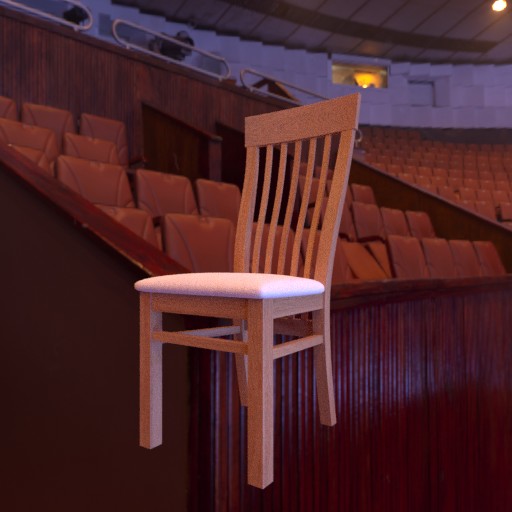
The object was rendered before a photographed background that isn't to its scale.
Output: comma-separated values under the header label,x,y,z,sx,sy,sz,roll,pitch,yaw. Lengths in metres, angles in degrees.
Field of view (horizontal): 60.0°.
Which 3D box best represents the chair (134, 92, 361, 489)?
label,x,y,z,sx,sy,sz,roll,pitch,yaw
chair,0.000,0.000,1.335,0.450,1.050,0.580,0,0,34
